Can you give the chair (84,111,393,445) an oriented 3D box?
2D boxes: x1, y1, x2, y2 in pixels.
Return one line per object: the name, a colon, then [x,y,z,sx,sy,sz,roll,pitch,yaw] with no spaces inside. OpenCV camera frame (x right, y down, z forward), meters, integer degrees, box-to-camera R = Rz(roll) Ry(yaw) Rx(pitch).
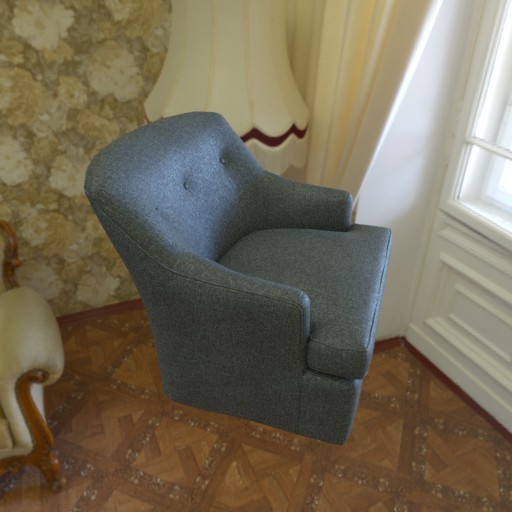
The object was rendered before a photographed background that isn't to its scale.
chair: [0.000,0.000,1.611,0.923,0.856,0.864,10,32,17]
